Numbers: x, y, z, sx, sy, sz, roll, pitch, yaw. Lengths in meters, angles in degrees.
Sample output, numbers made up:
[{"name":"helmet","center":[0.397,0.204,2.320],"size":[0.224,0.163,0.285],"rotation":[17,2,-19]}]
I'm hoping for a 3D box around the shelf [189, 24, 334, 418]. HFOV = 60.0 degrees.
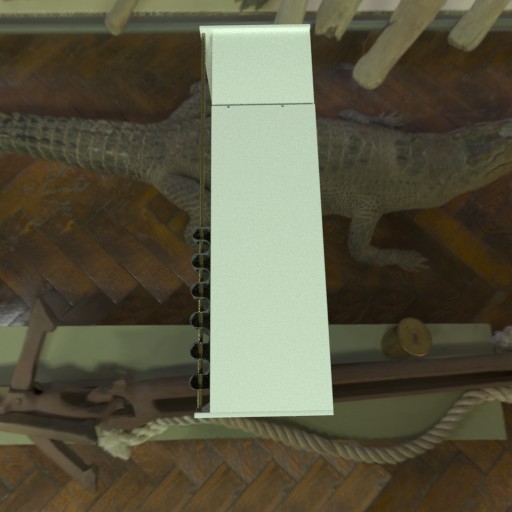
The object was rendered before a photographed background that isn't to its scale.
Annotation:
[{"name":"shelf","center":[0.000,0.000,2.592],"size":[0.500,1.810,1.600],"rotation":[-1,76,0]}]
